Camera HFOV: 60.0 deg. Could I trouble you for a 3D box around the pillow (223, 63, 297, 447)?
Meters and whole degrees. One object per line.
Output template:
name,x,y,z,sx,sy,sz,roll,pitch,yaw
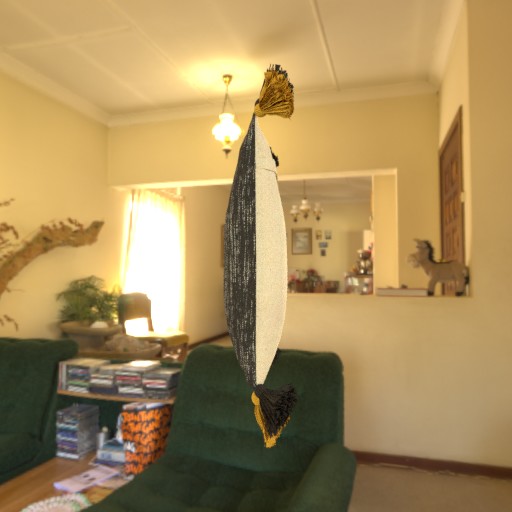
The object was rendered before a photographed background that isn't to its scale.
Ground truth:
pillow,0.000,0.000,0.996,0.139,0.659,0.654,0,-2,0
